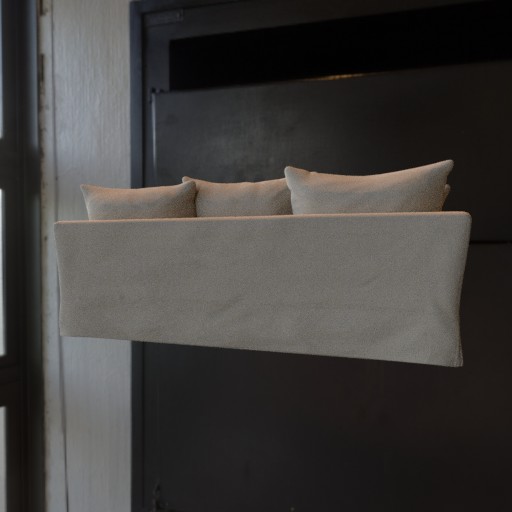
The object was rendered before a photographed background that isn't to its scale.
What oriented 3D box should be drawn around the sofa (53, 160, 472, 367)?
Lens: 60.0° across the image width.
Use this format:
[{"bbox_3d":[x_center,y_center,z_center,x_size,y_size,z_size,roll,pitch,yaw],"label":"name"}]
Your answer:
[{"bbox_3d":[0.000,0.000,2.961,2.499,1.047,1.046,0,1,19],"label":"sofa"}]
